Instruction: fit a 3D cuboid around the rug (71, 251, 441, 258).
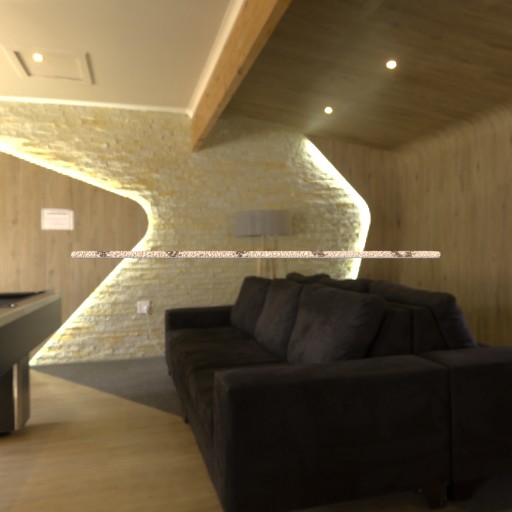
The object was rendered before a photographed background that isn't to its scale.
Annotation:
[{"bbox_3d":[0.000,0.000,3.030,1.524,0.030,2.438,0,0,0],"label":"rug"}]
